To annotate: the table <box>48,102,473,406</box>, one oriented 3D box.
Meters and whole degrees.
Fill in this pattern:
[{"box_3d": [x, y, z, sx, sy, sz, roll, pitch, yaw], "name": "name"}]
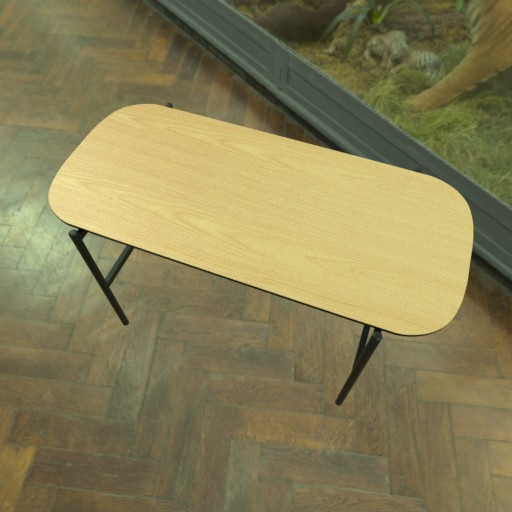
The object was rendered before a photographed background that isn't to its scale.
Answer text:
[{"box_3d": [0.000, 0.000, 1.018, 0.800, 0.400, 0.400, 18, 59, 11], "name": "table"}]
